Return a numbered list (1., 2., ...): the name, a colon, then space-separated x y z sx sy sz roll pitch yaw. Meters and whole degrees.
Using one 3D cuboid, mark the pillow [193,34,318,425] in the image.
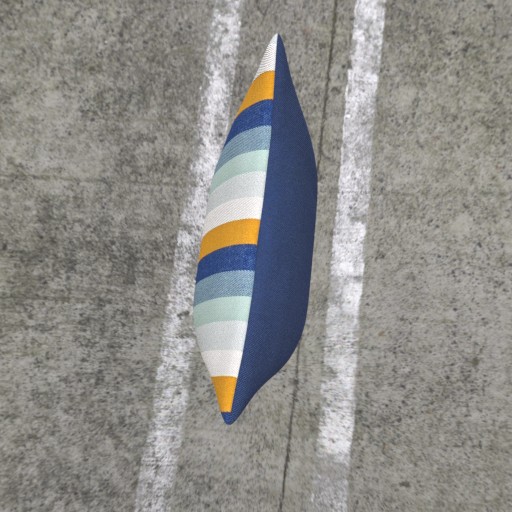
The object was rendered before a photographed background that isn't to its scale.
1. pillow: 0.000 0.000 0.714 0.173 0.454 0.463 6 76 2
